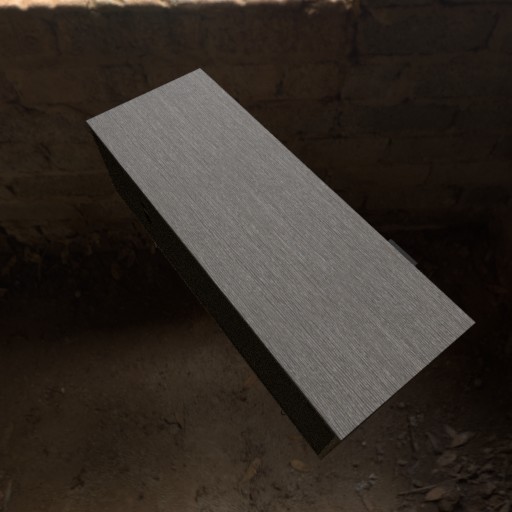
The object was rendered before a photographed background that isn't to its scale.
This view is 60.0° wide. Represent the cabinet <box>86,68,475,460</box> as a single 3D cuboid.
[{"bbox_3d":[0.000,0.000,1.608,0.500,0.599,1.300,-33,64,-18],"label":"cabinet"}]
